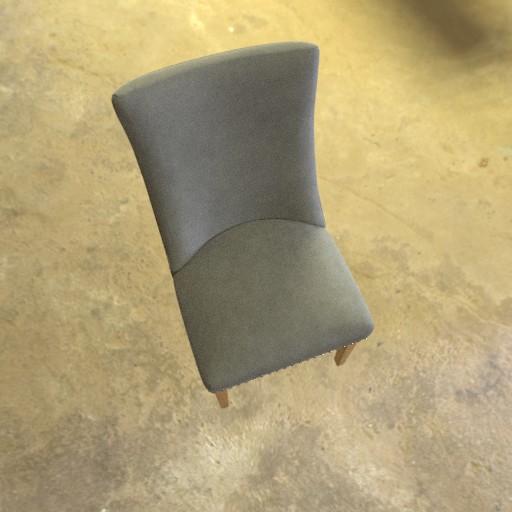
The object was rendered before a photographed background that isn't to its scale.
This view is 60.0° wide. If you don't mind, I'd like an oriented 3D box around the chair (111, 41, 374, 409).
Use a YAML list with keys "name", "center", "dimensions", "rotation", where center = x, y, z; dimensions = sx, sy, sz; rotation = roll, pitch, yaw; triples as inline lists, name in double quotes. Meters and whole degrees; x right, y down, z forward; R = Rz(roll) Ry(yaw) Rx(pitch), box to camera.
- name: "chair"
  center: [0.000, 0.000, 1.252]
  dimensions: [0.495, 0.902, 0.610]
  rotation: [-18, 64, -9]
